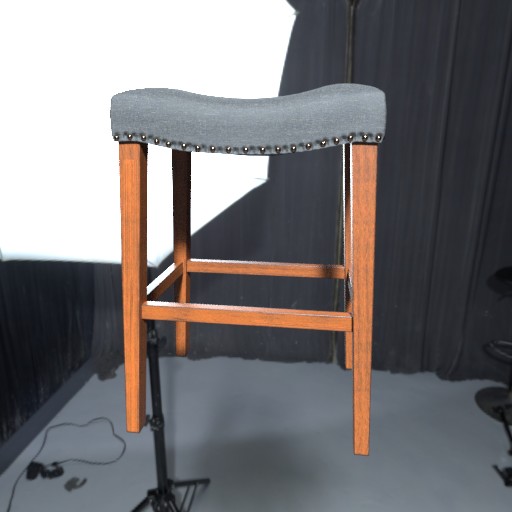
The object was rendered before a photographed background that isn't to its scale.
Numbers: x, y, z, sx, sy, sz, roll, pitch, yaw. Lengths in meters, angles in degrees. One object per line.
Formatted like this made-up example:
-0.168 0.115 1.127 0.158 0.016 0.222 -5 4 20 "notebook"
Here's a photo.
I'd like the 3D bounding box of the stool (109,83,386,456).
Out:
0.000 0.000 0.862 0.439 0.612 0.320 2 16 8 "stool"
